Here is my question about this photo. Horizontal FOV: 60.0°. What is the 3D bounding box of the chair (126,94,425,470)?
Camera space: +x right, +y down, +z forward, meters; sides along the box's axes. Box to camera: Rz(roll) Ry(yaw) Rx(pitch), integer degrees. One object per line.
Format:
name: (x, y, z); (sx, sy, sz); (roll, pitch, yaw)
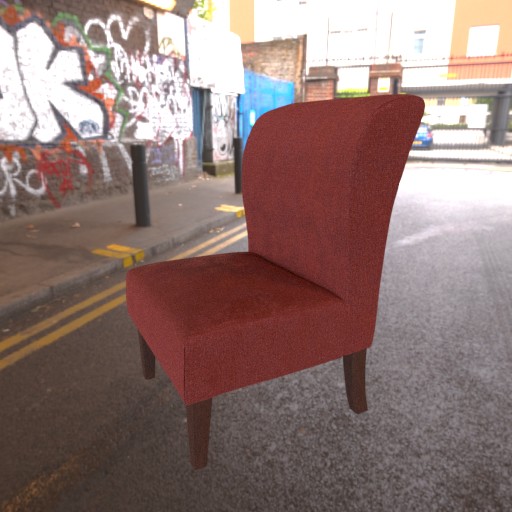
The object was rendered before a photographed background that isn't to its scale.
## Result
chair: (0.000, 0.000, 1.234); (0.640, 0.846, 0.538); (-8, 18, -27)
